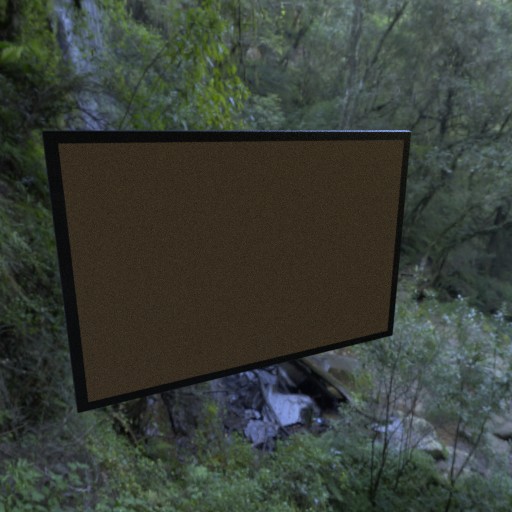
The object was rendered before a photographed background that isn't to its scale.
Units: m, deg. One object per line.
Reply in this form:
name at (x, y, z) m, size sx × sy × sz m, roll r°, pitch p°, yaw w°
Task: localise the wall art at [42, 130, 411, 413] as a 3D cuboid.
wall art at (0.000, 0.000, 0.751) m, size 0.610 × 0.409 × 0.038 m, roll -7°, pitch 17°, yaw -25°
